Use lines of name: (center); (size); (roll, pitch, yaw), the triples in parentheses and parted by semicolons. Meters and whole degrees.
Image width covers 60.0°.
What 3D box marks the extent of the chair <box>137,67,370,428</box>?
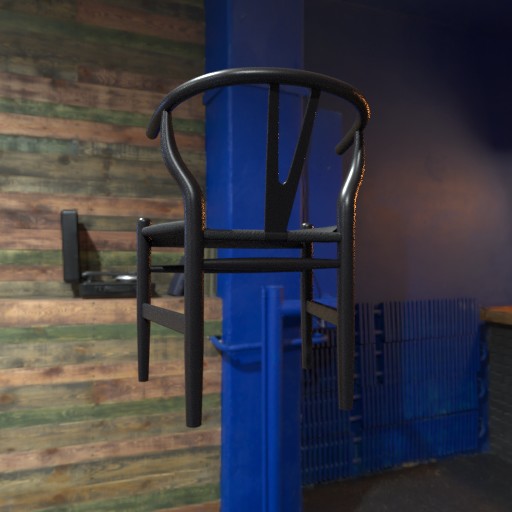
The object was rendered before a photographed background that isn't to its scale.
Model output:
chair: (0.000, 0.000, 1.138); (0.569, 0.730, 0.579); (0, -1, -18)
